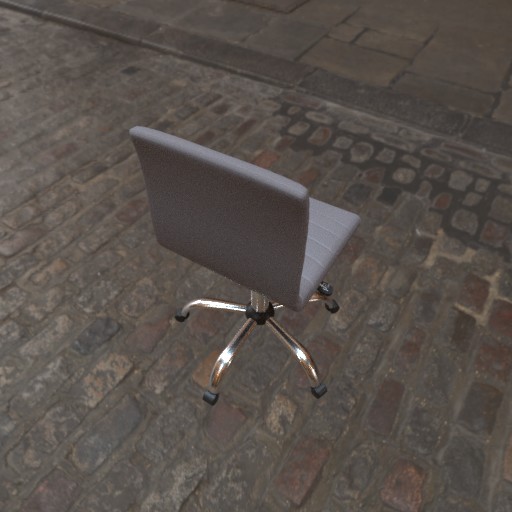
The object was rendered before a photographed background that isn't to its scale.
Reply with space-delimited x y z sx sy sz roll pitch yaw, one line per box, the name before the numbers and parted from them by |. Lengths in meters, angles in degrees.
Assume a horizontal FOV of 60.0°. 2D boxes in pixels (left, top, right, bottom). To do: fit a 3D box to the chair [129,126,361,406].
chair | 0.000 0.000 1.157 0.556 0.780 0.530 24 51 22
